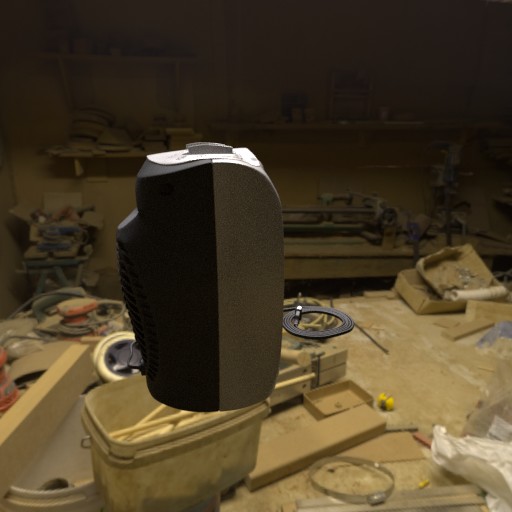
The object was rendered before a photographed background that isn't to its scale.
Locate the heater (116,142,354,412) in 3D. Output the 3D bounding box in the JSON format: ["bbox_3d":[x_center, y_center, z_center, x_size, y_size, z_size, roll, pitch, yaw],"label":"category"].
[{"bbox_3d":[0.000,0.000,0.483,0.291,0.240,0.239,-3,16,-10],"label":"heater"}]
